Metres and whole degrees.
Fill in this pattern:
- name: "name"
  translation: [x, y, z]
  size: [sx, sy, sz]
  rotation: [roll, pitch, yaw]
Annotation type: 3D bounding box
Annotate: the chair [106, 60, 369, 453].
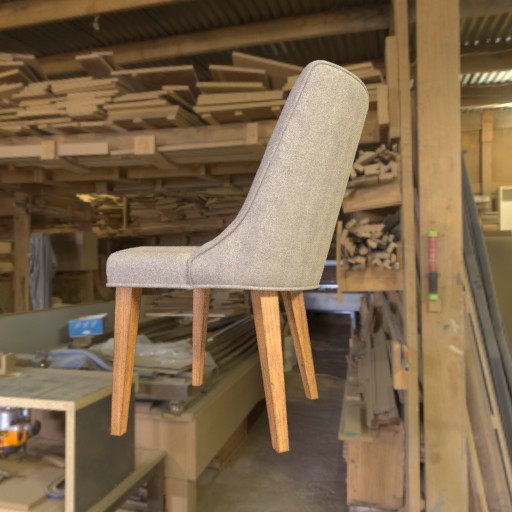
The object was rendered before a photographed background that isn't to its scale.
- name: "chair"
  translation: [0.000, 0.000, 1.283]
  size: [0.636, 0.916, 0.548]
  rotation: [0, -1, 17]
